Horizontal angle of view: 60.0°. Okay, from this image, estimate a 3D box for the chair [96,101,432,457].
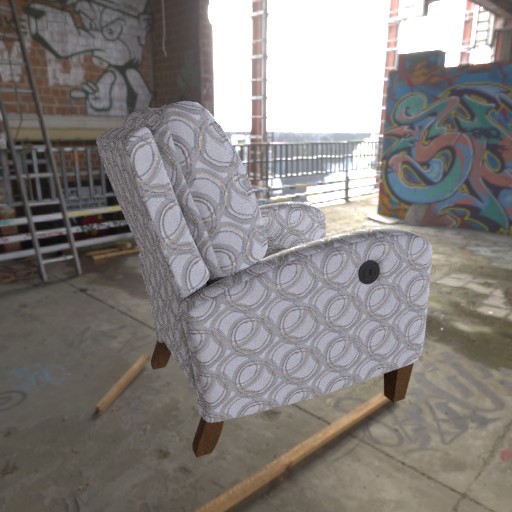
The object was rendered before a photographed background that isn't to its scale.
[{"bbox_3d":[0.000,0.000,1.664,0.995,1.065,0.796,-7,17,-24],"label":"chair"}]
